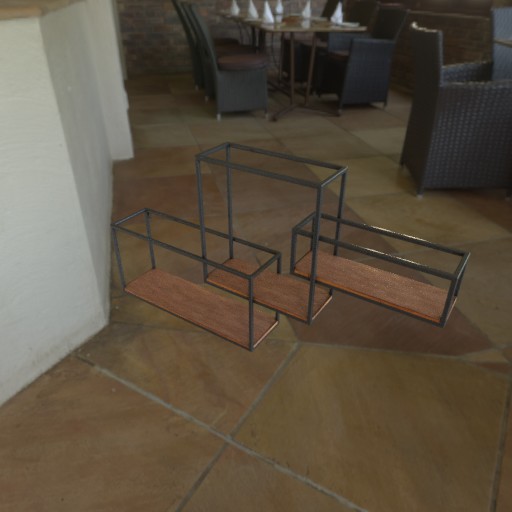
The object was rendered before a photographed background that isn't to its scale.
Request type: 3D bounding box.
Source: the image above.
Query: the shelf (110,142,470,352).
[{"bbox_3d":[0.000,0.000,2.132,1.781,0.972,0.275,19,36,28],"label":"shelf"}]
